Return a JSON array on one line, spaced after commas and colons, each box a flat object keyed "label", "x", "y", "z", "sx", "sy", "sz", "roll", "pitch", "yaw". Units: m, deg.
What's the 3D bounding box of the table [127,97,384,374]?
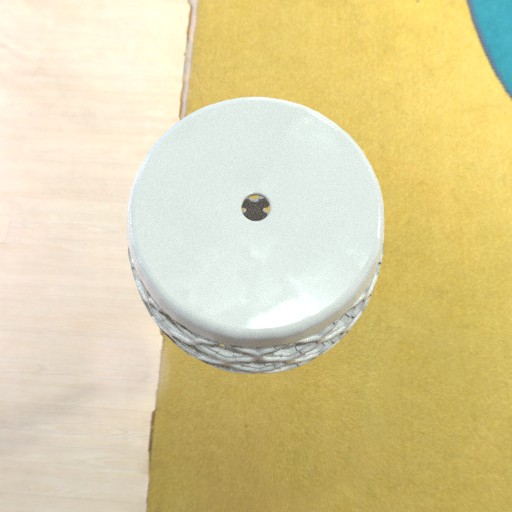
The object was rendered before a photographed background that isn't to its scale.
[{"label": "table", "x": 0.000, "y": 0.000, "z": 0.632, "sx": 0.325, "sy": 0.388, "sz": 0.325, "roll": 0, "pitch": 75, "yaw": 0}]
